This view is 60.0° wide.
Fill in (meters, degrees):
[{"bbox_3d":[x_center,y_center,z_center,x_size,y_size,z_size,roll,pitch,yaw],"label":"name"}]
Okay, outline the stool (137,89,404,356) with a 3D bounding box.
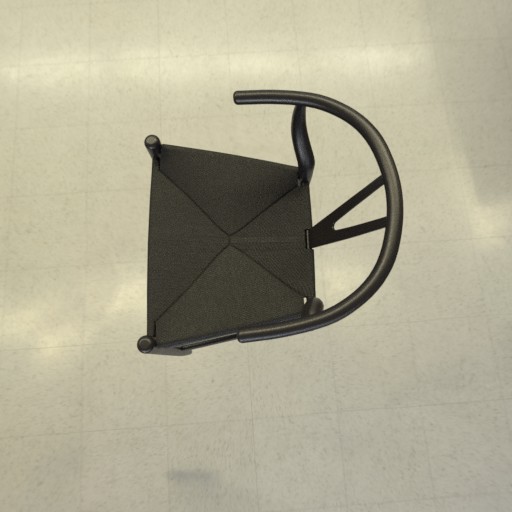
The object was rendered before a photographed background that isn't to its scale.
[{"bbox_3d":[0.000,0.000,1.332,0.579,0.970,0.569,-1,76,0],"label":"stool"}]
